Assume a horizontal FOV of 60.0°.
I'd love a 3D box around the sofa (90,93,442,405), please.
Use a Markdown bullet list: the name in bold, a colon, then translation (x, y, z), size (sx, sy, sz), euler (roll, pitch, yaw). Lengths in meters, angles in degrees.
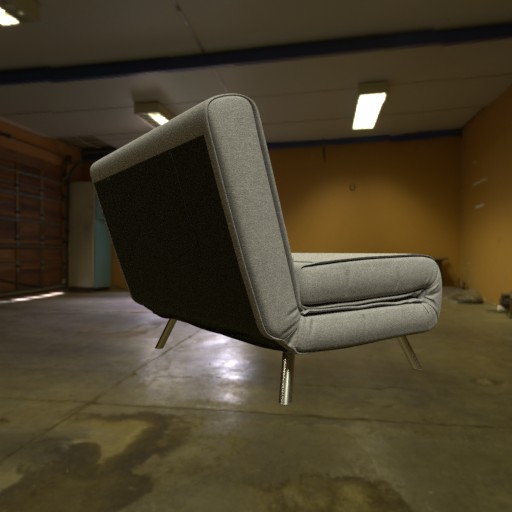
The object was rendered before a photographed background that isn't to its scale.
- **sofa**: translation (0.000, 0.000, 1.738), size (1.000, 0.825, 1.020), euler (0, 1, -36)
